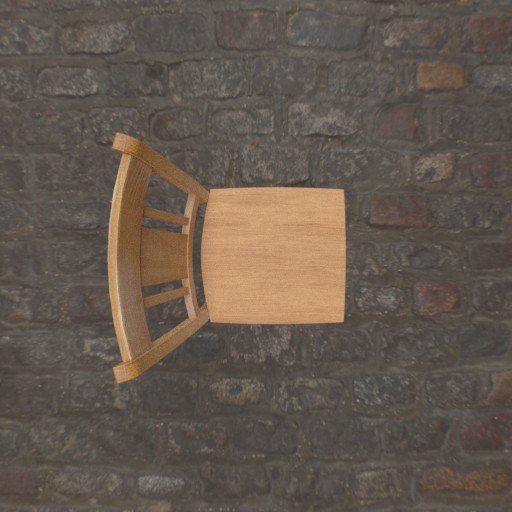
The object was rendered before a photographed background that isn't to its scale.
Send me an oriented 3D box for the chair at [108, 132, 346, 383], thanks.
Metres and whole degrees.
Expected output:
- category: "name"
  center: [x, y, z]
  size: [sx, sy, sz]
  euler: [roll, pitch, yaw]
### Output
- category: "chair"
  center: [0.000, 0.000, 1.293]
  size: [0.556, 0.998, 0.450]
  euler: [0, 90, -1]
